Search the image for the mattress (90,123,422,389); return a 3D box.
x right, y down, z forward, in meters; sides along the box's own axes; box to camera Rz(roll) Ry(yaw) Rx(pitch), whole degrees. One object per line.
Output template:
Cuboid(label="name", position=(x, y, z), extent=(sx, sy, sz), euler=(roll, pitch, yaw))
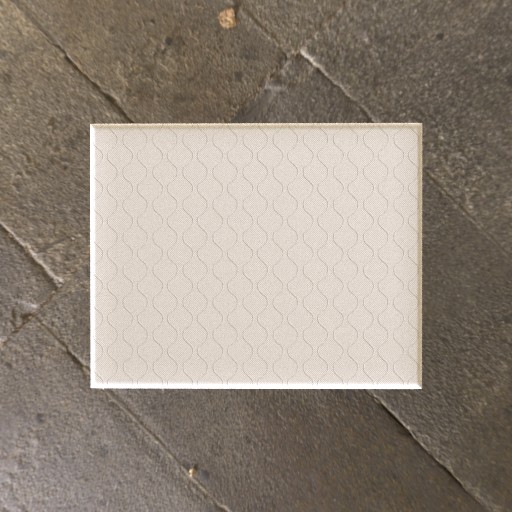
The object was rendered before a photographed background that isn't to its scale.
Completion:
Cuboid(label="mattress", position=(0.000, 0.000, 2.745), extent=(2.000, 0.200, 1.600), euler=(0, 90, 0))
